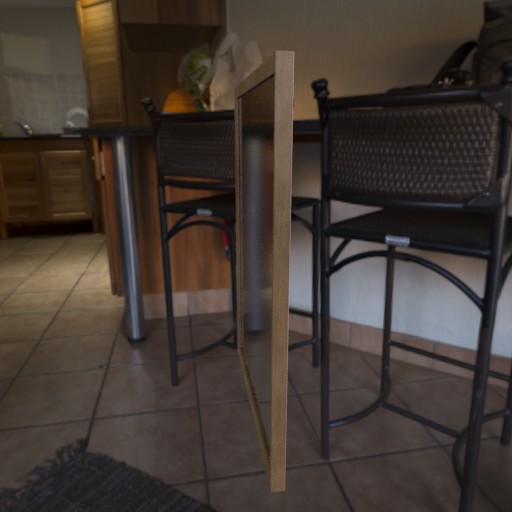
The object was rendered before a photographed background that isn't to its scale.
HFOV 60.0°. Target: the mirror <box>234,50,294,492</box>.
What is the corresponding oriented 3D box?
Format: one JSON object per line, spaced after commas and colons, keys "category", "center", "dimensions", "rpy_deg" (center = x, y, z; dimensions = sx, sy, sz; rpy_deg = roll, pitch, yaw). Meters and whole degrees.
{"category": "mirror", "center": [0.000, 0.000, 1.337], "dimensions": [0.040, 1.016, 0.762], "rpy_deg": [-2, 16, -8]}
